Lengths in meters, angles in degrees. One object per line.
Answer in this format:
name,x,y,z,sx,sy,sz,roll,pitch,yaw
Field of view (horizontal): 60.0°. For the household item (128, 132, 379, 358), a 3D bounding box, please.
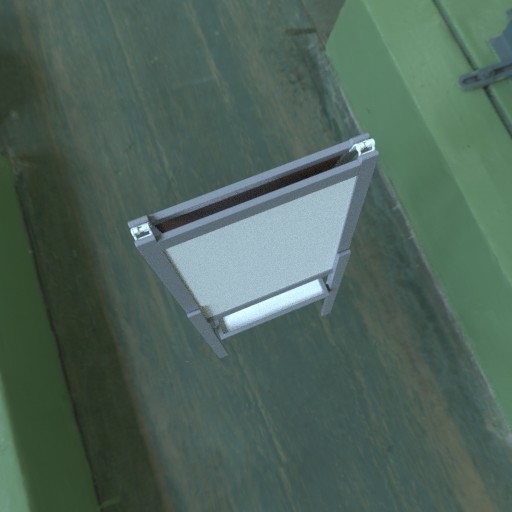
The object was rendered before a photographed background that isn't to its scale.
household item,0.000,0.000,1.459,0.531,1.172,0.469,-21,77,-5
